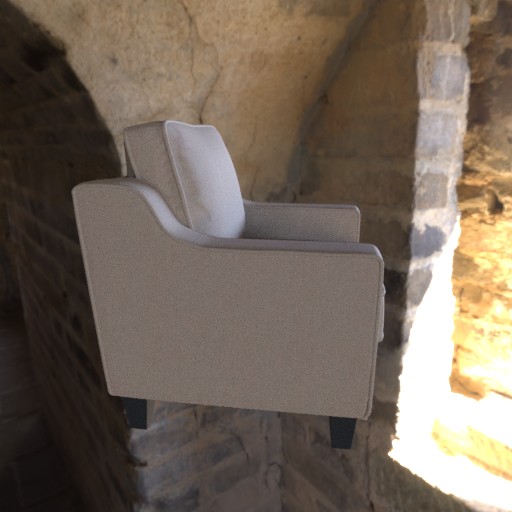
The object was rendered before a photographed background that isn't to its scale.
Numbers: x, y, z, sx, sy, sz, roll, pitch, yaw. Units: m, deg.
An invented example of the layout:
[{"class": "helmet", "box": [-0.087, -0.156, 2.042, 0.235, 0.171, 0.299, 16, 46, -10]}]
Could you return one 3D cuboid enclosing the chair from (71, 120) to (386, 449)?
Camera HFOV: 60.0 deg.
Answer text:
[{"class": "chair", "box": [0.000, 0.000, 1.644, 0.882, 0.948, 0.922, 2, 15, 8]}]
